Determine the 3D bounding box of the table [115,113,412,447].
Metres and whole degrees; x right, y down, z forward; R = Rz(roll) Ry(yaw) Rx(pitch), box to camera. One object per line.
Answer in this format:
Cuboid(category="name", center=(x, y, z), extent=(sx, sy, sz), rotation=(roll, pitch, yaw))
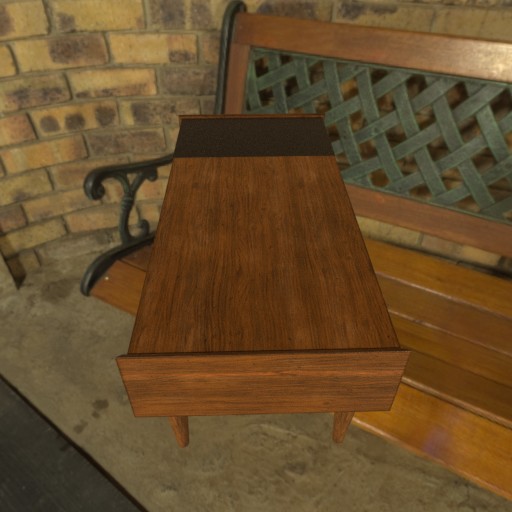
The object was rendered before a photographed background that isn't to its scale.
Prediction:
Cuboid(category="table", center=(0.000, 0.000, 1.538), extent=(0.610, 0.508, 1.221), rotation=(-1, 40, -1))
